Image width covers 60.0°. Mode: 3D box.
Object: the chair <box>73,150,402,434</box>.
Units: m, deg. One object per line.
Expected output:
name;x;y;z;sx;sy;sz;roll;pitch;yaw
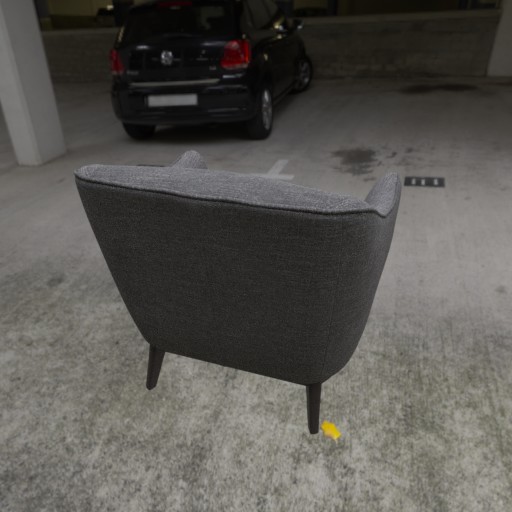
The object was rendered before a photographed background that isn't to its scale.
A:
chair;0.000;0.000;1.500;0.870;0.829;0.851;10;33;15
